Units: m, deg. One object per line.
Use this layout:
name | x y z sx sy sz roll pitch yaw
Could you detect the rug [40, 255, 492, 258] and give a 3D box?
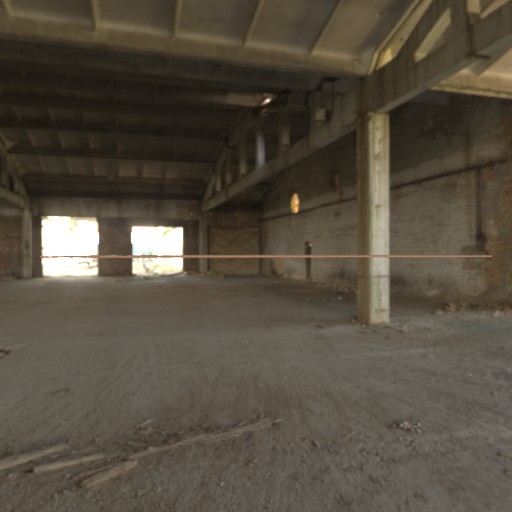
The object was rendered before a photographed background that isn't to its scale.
rug | 0.000 0.000 2.287 1.829 0.008 1.219 0 0 -16
